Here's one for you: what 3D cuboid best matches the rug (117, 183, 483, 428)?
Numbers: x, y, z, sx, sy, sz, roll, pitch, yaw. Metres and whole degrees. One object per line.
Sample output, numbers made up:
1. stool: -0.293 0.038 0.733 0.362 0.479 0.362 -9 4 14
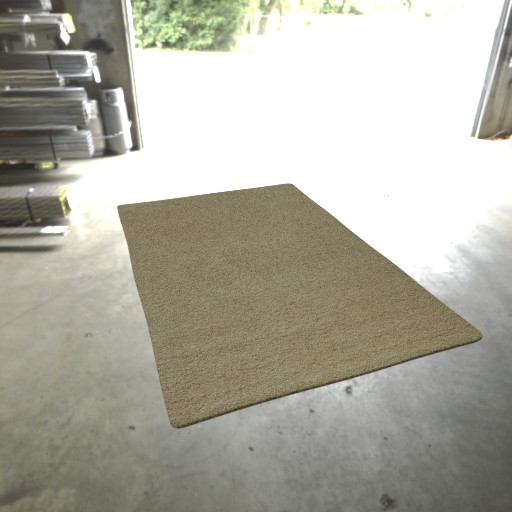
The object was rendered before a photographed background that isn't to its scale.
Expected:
1. rug: 0.000 0.000 3.346 1.801 0.024 2.700 -10 31 -18
